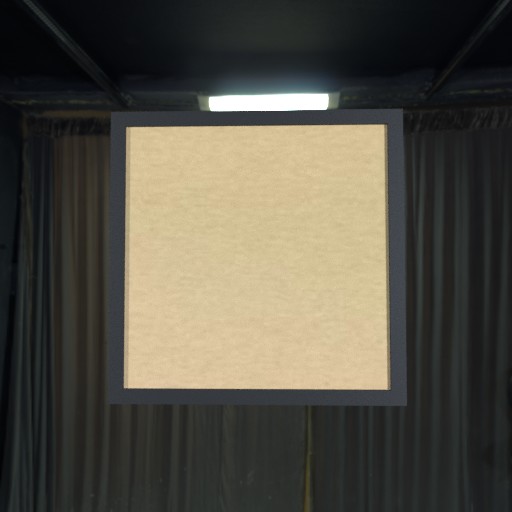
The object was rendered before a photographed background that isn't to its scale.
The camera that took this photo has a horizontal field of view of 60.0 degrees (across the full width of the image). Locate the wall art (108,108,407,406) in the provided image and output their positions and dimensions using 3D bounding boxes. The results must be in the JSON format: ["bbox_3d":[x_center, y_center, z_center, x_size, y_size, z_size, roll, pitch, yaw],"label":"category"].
[{"bbox_3d":[0.000,0.000,0.542,0.358,0.357,0.012,0,-2,2],"label":"wall art"}]
